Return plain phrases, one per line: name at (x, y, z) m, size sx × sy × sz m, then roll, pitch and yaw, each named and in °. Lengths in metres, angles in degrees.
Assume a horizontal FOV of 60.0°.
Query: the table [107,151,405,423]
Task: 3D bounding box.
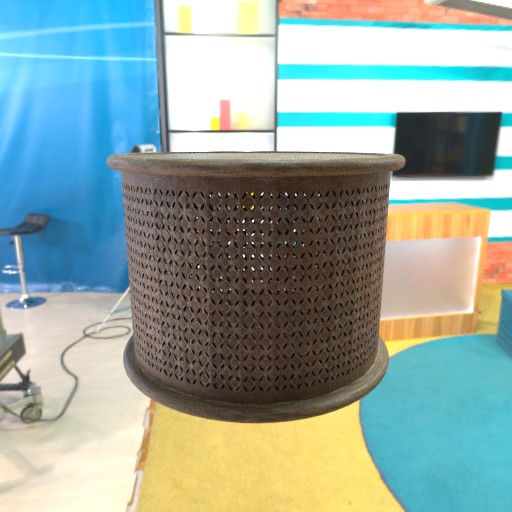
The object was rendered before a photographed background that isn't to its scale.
table at (0.000, 0.000, 1.001) m, size 0.607 × 0.450 × 0.607 m, roll 0°, pitch 14°, yaw 0°
